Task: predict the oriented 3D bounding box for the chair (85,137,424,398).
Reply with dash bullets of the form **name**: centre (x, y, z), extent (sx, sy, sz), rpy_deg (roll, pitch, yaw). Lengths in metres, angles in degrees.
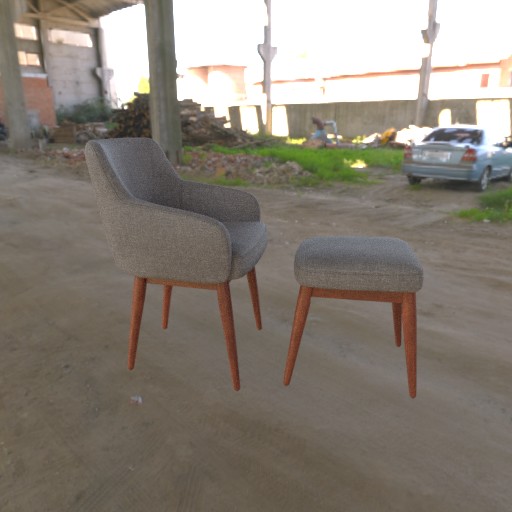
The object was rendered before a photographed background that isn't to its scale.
- **chair**: centre (0.000, 0.000, 1.571), extent (1.107, 0.799, 0.584), rpy_deg (3, 17, 9)
